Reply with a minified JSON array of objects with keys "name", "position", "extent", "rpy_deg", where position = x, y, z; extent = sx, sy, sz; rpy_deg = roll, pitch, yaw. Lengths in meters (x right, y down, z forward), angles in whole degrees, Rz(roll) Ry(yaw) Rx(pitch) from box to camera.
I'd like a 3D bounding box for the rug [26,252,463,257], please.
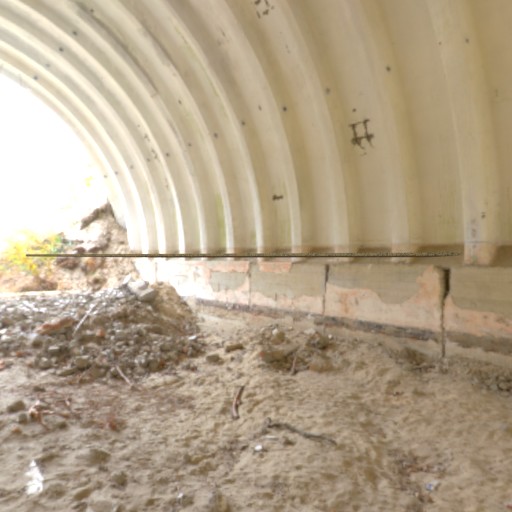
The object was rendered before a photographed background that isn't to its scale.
[{"name":"rug","position":[0.000,0.000,2.942],"extent":[2.283,0.013,1.547],"rpy_deg":[0,0,16]}]
